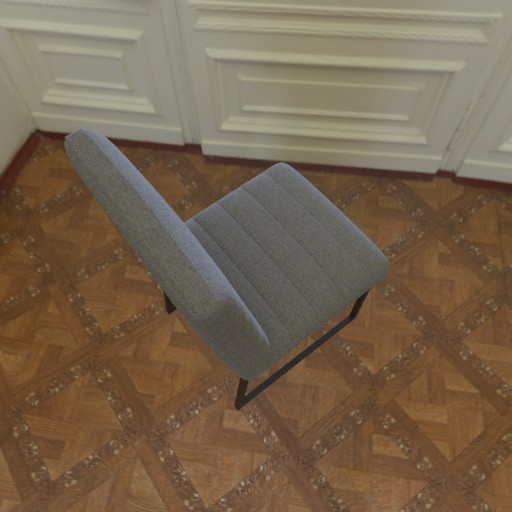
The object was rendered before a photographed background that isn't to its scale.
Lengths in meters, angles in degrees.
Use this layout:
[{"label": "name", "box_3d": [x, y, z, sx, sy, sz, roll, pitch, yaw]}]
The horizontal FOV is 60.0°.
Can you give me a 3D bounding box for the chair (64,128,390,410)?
[{"label": "chair", "box_3d": [0.000, 0.000, 1.279, 0.634, 0.930, 0.520, -34, 65, -18]}]
